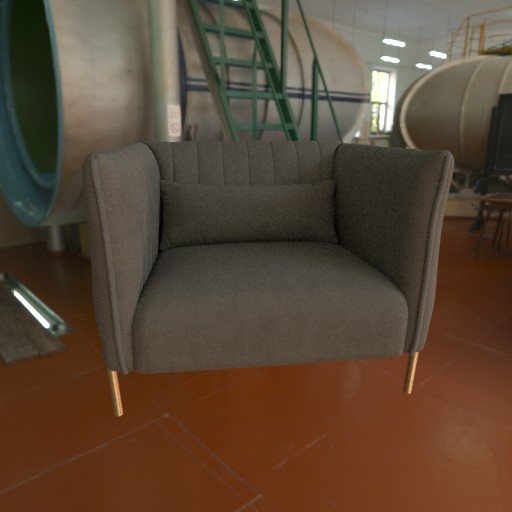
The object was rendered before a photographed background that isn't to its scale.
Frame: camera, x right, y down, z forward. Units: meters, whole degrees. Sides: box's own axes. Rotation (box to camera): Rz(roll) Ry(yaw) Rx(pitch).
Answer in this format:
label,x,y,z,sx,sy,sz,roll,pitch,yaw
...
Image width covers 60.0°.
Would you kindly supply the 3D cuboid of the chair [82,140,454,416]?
label,x,y,z,sx,sy,sz,roll,pitch,yaw
chair,0.000,0.000,1.574,0.981,0.779,0.873,-2,16,-7
